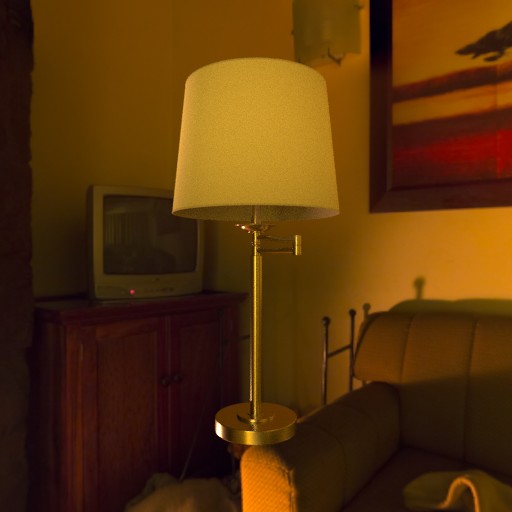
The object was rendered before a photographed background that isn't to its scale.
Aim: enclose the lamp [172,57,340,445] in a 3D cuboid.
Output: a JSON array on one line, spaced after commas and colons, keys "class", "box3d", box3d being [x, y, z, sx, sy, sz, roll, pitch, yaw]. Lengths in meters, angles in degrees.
[{"class": "lamp", "box3d": [0.000, 0.000, 0.895, 0.333, 0.696, 0.333, 0, 0, 0]}]
